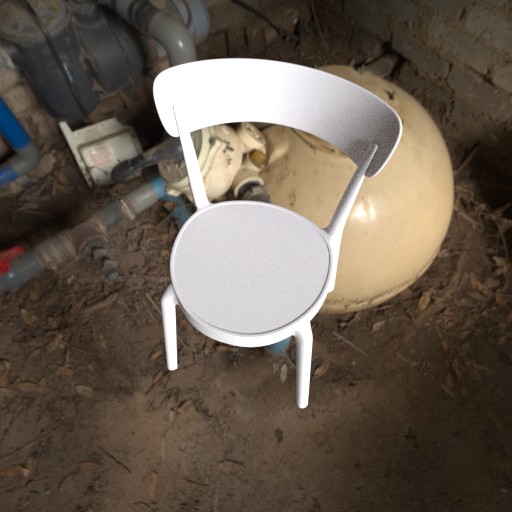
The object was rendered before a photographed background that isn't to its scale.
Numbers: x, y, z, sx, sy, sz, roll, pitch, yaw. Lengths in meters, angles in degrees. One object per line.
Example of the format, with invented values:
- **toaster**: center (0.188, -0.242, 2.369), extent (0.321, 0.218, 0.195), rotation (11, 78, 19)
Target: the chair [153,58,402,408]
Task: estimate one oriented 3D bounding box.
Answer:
- **chair**: center (0.000, 0.000, 1.137), extent (0.506, 0.790, 0.491), rotation (14, 60, 8)
